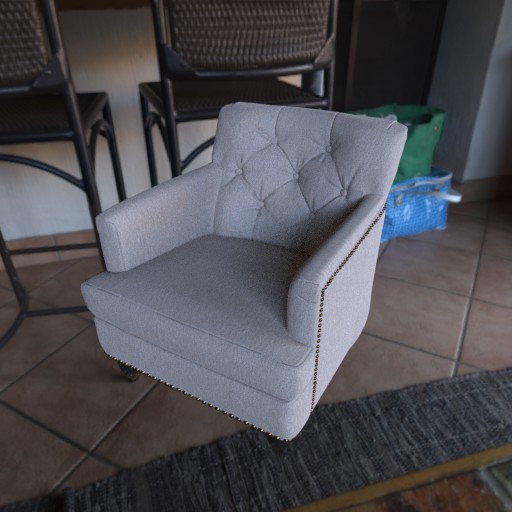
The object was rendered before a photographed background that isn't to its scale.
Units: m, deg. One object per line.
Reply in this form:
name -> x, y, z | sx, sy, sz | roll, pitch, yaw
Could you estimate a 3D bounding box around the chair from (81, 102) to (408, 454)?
chair -> 0.000, 0.000, 1.495 | 0.737, 0.823, 0.902 | 16, 34, 26
